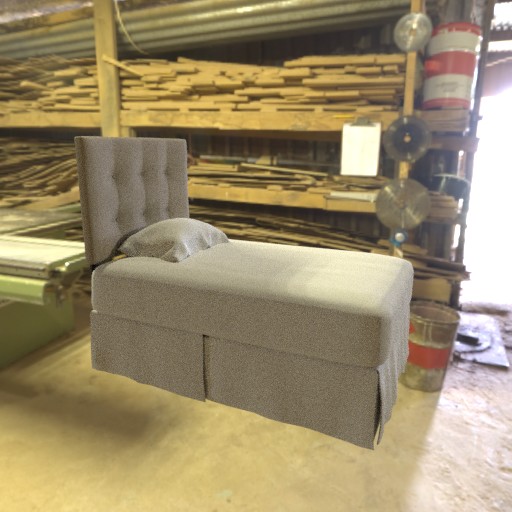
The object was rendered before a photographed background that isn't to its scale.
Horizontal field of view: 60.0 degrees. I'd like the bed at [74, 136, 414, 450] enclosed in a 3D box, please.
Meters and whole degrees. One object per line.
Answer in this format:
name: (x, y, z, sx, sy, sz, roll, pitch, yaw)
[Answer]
bed: (0.000, 0.000, 3.009, 1.997, 1.571, 1.261, 6, 15, 25)
